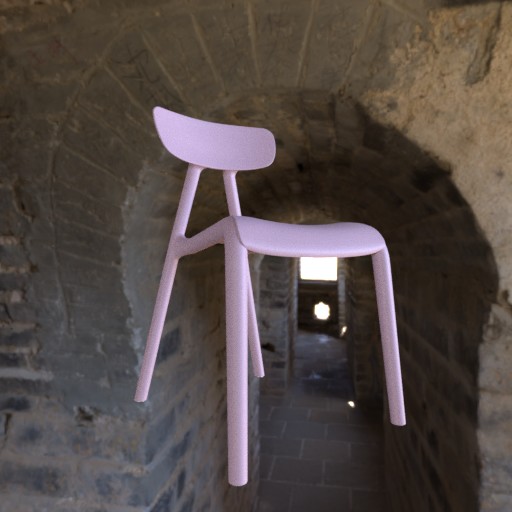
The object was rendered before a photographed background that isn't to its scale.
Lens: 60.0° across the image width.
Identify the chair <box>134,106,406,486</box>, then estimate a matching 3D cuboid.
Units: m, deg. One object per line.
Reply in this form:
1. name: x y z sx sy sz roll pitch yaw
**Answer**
1. chair: 0.000 0.000 0.816 0.356 0.580 0.401 0 1 -36
